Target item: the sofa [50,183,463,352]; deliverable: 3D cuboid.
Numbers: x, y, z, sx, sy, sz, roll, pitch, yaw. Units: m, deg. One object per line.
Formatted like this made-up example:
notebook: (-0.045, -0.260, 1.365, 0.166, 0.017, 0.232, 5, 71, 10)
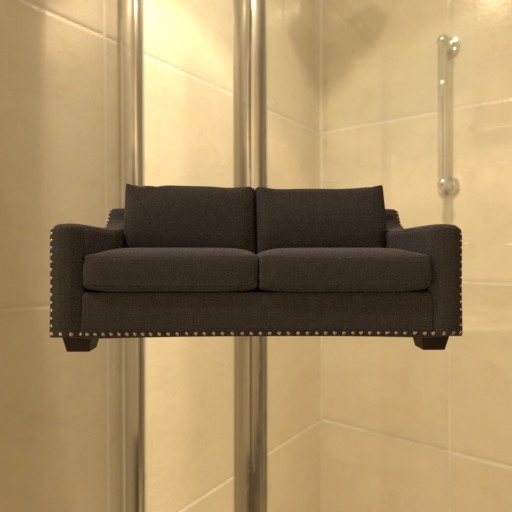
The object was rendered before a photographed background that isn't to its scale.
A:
sofa: (0.000, 0.000, 3.339, 2.550, 1.196, 1.336, 0, 0, -1)
